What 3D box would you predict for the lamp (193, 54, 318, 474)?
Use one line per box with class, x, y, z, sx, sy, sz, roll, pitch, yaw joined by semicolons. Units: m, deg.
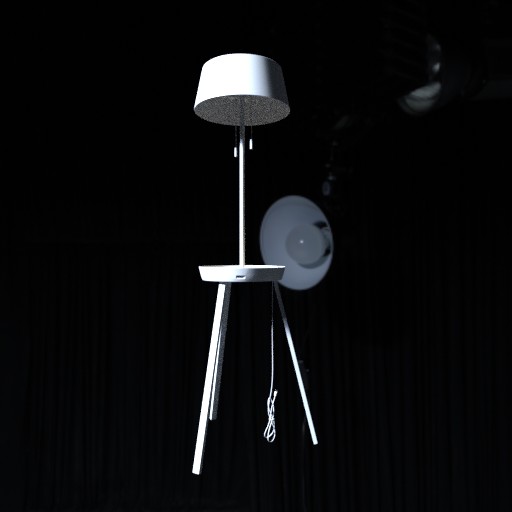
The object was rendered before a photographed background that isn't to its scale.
lamp;0.000;0.000;1.695;0.468;1.429;0.508;0;0;0
